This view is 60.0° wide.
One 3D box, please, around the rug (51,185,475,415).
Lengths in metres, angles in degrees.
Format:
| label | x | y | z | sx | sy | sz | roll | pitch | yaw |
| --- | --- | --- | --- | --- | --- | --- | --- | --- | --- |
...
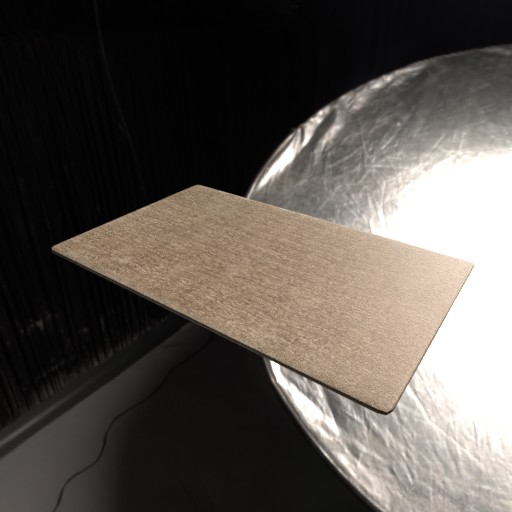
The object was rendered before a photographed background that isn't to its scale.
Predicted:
| label | x | y | z | sx | sy | sz | roll | pitch | yaw |
| --- | --- | --- | --- | --- | --- | --- | --- | --- | --- |
| rug | 0.000 | 0.000 | 3.003 | 2.469 | 0.024 | 1.539 | 20 | 35 | 30 |
